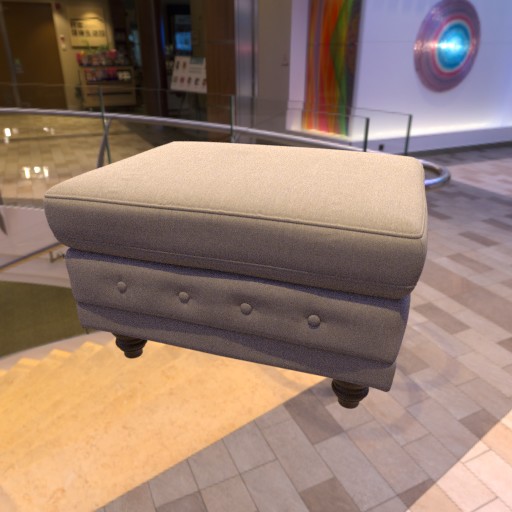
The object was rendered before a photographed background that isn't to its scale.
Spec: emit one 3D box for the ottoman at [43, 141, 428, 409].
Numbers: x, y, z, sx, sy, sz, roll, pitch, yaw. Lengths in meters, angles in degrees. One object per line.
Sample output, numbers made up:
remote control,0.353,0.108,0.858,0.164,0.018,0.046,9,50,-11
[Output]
ottoman,0.000,0.000,1.135,0.771,0.500,0.569,8,26,17
